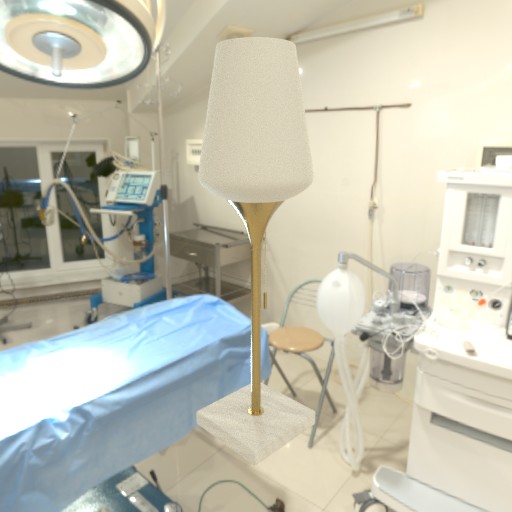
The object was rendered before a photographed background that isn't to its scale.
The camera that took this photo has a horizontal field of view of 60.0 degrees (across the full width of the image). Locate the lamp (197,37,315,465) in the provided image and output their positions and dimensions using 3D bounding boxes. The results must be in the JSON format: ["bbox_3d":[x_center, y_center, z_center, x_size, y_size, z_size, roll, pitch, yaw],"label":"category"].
[{"bbox_3d":[0.000,0.000,0.732,0.181,0.639,0.181,-14,20,-43],"label":"lamp"}]
